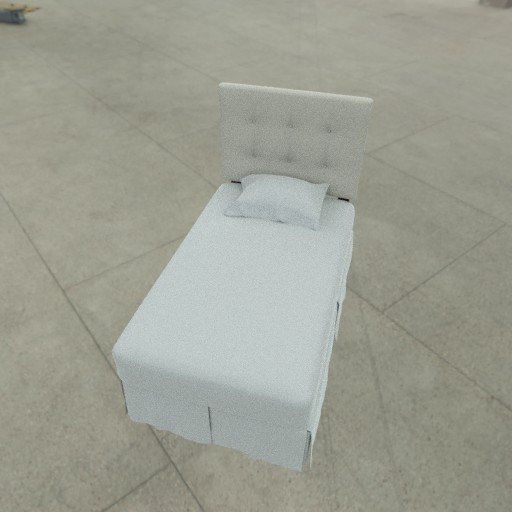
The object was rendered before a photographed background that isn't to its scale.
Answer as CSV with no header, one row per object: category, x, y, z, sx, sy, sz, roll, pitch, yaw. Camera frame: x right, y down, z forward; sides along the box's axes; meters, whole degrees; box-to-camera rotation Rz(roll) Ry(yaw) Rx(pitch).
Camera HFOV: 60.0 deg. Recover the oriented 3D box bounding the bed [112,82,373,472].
bed,0.000,0.000,3.016,1.261,1.571,1.997,11,42,12
